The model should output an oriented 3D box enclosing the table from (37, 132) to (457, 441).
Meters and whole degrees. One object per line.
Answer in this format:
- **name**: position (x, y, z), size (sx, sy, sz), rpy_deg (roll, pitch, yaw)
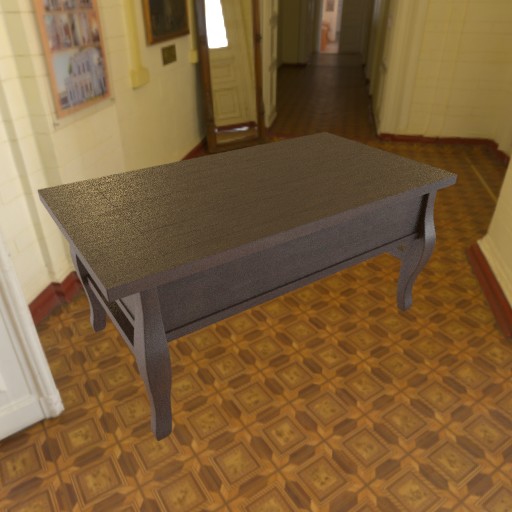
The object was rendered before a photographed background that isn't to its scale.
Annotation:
- **table**: position (0.000, 0.000, 1.398), size (1.062, 0.494, 0.600), rpy_deg (-19, 36, -29)
